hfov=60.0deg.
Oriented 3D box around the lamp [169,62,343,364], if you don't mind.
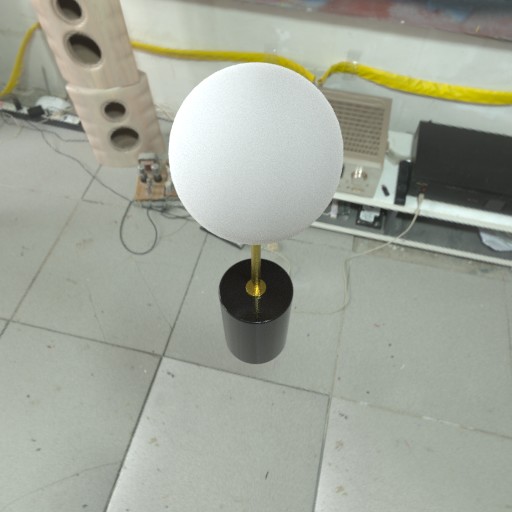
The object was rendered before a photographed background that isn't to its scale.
[{"bbox_3d":[0.000,0.000,0.532,0.153,0.480,0.153,0,57,0],"label":"lamp"}]
